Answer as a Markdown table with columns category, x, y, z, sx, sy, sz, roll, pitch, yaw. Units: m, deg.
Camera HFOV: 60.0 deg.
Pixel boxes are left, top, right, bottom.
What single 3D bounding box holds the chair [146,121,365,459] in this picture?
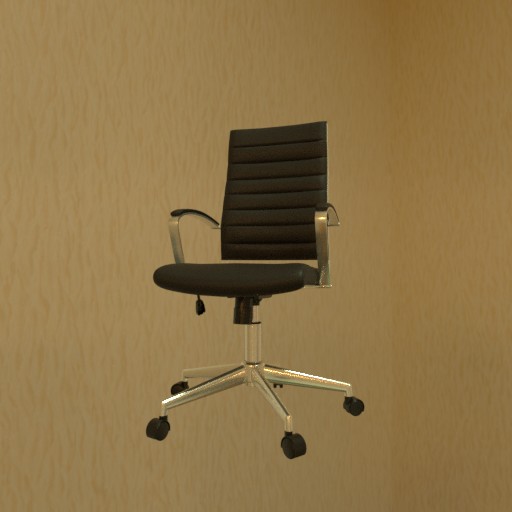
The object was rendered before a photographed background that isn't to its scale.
| category | x | y | z | sx | sy | sz | roll | pitch | yaw |
| --- | --- | --- | --- | --- | --- | --- | --- | --- | --- |
| chair | 0.000 | 0.000 | 1.641 | 0.766 | 1.149 | 0.739 | 0 | -1 | 18 |
